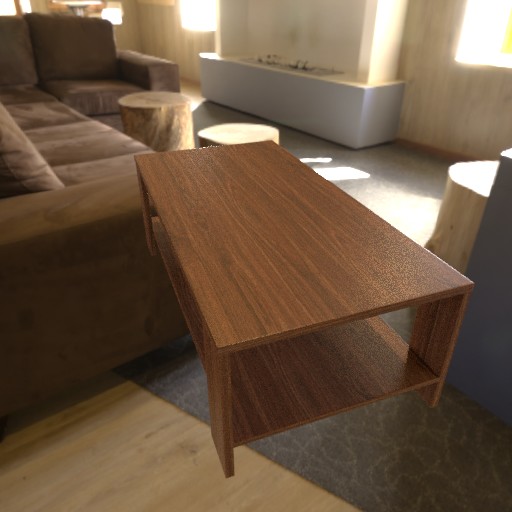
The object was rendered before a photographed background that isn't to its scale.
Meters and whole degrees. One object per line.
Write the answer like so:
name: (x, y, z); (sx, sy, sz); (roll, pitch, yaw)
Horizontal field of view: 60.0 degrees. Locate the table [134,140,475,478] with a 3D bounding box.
table: (0.000, 0.000, 1.490); (0.600, 0.400, 1.200); (-11, 32, -17)
